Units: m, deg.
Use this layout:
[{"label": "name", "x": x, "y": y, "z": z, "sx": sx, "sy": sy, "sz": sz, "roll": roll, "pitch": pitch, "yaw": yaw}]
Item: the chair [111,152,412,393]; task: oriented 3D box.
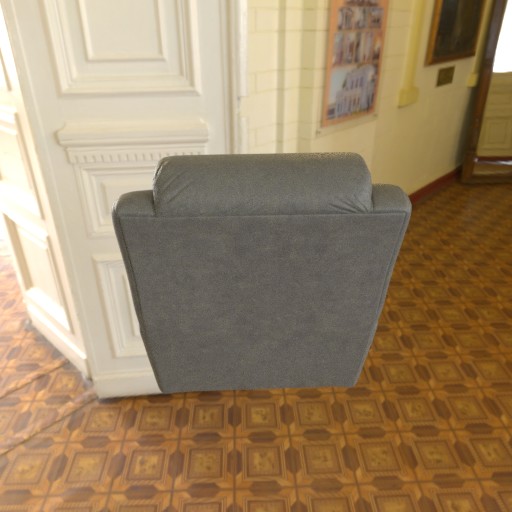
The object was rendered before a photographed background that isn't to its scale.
[{"label": "chair", "x": 0.000, "y": 0.000, "z": 1.937, "sx": 0.965, "sy": 1.116, "sz": 1.068, "roll": -1, "pitch": 28, "yaw": -2}]
